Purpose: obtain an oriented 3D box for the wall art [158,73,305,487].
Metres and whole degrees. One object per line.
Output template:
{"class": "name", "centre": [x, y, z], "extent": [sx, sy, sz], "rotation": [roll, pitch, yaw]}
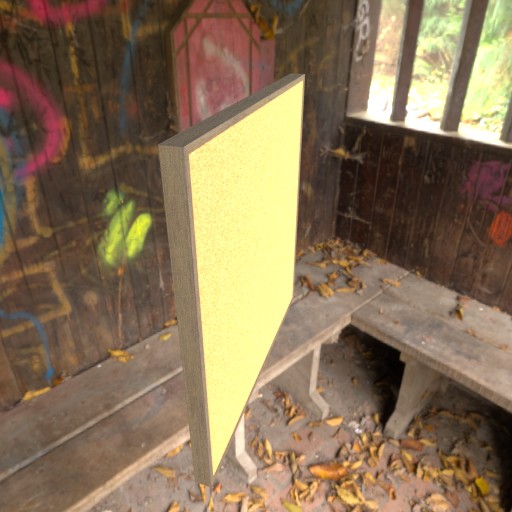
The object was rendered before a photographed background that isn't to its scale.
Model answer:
{"class": "wall art", "centre": [0.000, 0.000, 1.108], "extent": [0.039, 0.758, 0.758], "rotation": [9, 31, 16]}
